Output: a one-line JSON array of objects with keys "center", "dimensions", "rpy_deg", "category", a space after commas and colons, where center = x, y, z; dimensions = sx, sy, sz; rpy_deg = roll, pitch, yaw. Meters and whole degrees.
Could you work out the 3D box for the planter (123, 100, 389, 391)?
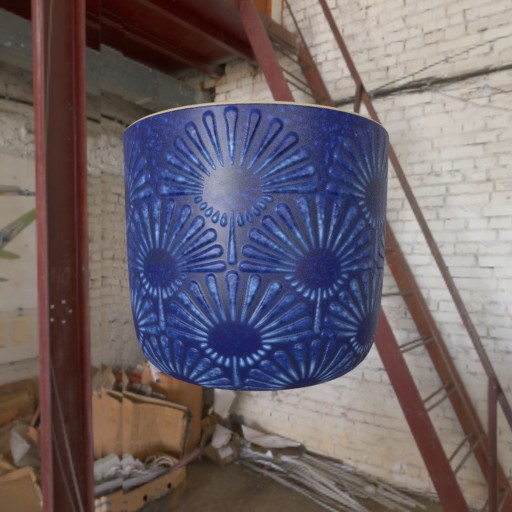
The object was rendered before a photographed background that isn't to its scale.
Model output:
[{"center": [0.000, 0.000, 0.215], "dimensions": [0.124, 0.109, 0.124], "rpy_deg": [0, 0, 0], "category": "planter"}]
